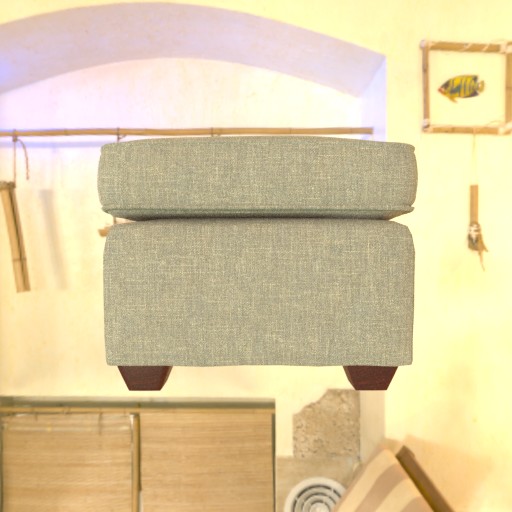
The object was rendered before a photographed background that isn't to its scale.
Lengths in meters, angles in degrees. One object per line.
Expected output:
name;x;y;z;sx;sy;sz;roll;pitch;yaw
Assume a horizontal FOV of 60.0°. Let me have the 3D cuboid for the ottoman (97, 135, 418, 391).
ottoman;0.000;0.000;1.092;0.559;0.457;0.762;0;0;0
